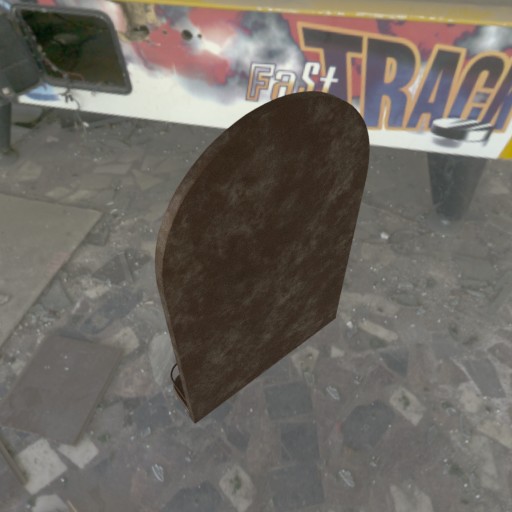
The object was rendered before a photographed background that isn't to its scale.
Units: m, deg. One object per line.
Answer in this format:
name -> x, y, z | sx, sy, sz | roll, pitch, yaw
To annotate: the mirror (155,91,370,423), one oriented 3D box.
mirror -> 0.000, 0.000, 0.979 | 0.510, 0.770, 0.137 | -31, 54, -26
